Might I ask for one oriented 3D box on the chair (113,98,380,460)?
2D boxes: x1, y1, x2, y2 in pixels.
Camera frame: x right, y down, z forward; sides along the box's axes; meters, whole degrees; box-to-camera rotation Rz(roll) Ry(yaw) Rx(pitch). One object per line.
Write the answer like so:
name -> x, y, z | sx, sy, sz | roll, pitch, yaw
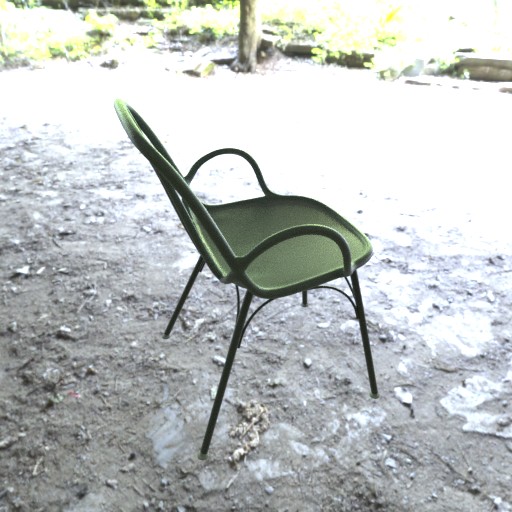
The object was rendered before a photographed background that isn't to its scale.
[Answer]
chair -> 0.000, 0.000, 1.184 | 0.597, 0.816, 0.549 | -11, 33, -18
